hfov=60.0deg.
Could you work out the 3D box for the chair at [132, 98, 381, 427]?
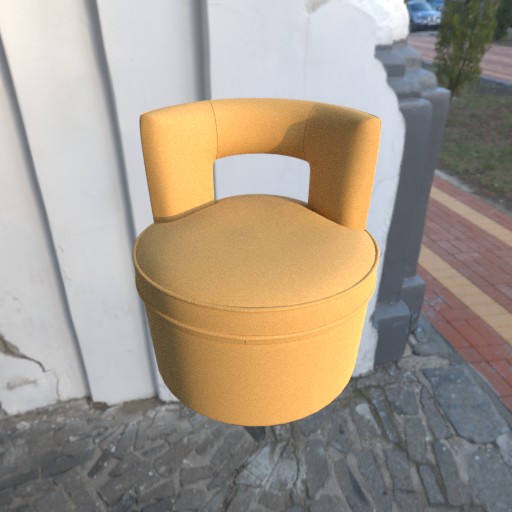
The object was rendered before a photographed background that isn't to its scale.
[{"bbox_3d":[0.000,0.000,1.217,0.650,0.723,0.665,2,30,3],"label":"chair"}]
